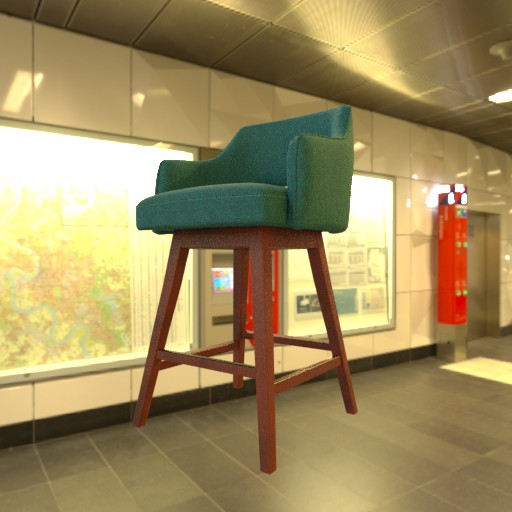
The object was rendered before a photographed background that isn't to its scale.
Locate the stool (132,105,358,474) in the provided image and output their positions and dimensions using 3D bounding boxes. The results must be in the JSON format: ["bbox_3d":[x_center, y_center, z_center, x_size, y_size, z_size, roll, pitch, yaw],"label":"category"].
[{"bbox_3d":[0.000,0.000,1.330,0.548,0.961,0.556,0,0,36],"label":"stool"}]
